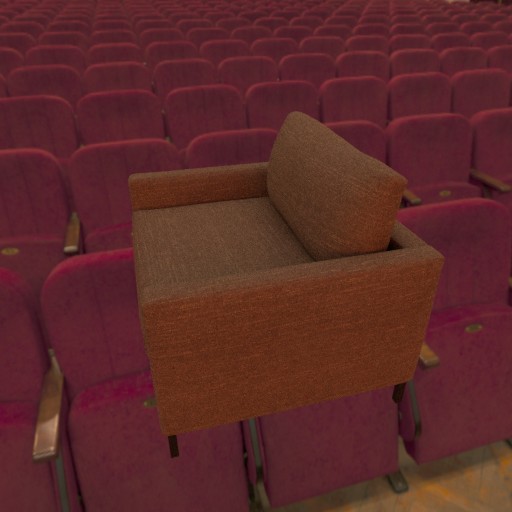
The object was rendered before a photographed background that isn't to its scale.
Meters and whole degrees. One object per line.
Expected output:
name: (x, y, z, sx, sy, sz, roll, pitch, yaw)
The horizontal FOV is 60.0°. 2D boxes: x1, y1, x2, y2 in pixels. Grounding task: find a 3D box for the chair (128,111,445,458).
chair: (0.000, 0.000, 1.592, 0.845, 0.841, 0.940, -8, 31, -14)
